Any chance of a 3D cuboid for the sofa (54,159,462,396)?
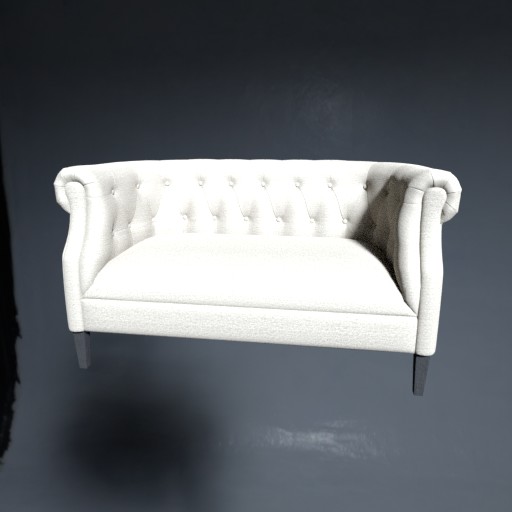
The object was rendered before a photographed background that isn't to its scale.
[{"bbox_3d":[0.000,0.000,2.009,1.558,0.827,0.835,2,15,8],"label":"sofa"}]
